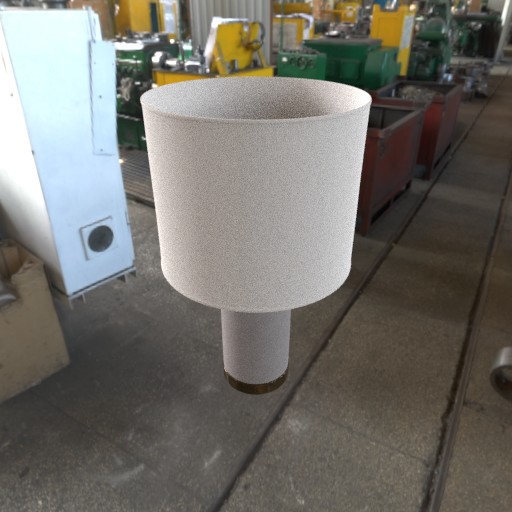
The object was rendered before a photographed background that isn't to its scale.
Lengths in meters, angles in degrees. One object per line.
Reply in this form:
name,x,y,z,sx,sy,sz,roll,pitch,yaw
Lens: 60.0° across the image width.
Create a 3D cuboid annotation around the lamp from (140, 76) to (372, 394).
lamp,0.000,0.000,0.544,0.229,0.380,0.229,0,30,0
